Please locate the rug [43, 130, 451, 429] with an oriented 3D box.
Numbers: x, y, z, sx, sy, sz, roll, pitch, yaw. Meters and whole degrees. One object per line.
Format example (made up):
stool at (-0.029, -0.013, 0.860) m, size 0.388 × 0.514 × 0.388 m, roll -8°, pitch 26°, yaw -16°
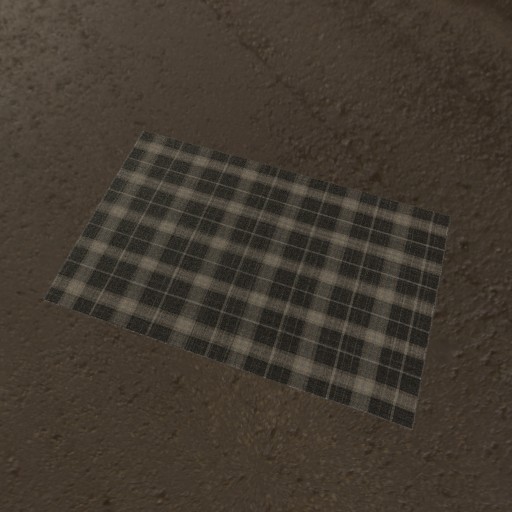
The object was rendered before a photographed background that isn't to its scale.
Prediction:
rug at (0.000, 0.000, 3.037) m, size 2.434 × 0.015 × 1.520 m, roll 17°, pitch 65°, yaw 8°
